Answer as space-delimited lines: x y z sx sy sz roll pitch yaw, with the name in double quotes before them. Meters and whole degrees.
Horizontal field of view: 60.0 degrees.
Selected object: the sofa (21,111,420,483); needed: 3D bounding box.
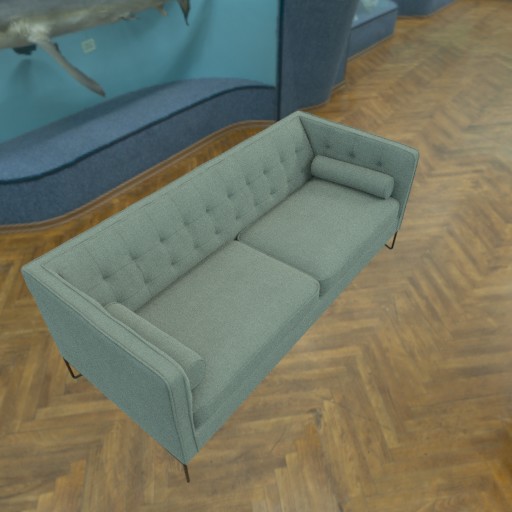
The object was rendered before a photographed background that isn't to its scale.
"sofa" 0.000 0.000 2.497 0.912 0.798 2.079 28 48 28
